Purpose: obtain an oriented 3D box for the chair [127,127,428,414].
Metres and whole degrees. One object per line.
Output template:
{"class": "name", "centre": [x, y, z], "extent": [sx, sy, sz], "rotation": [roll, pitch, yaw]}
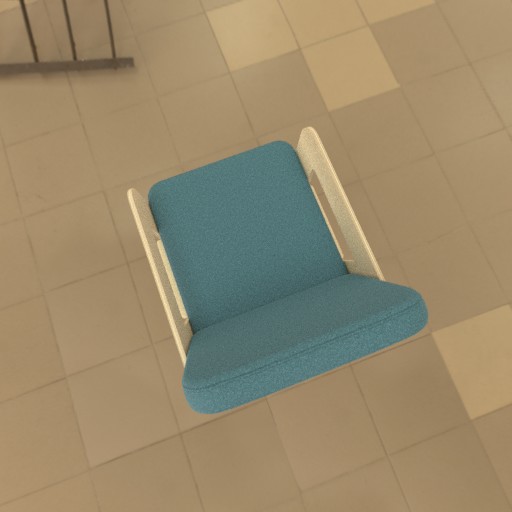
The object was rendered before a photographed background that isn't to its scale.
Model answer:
{"class": "chair", "centre": [0.000, 0.000, 1.217], "extent": [0.547, 0.747, 0.657], "rotation": [-20, 77, -5]}
